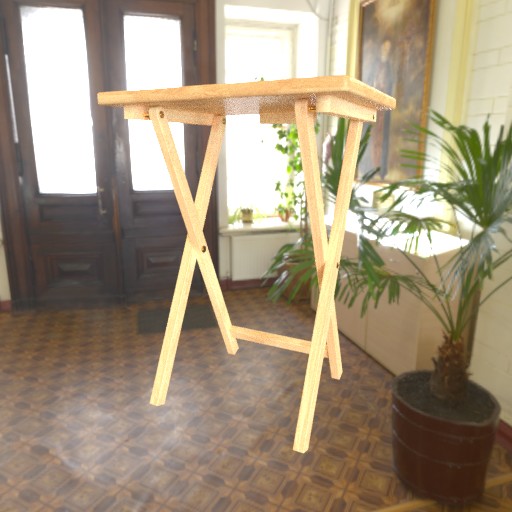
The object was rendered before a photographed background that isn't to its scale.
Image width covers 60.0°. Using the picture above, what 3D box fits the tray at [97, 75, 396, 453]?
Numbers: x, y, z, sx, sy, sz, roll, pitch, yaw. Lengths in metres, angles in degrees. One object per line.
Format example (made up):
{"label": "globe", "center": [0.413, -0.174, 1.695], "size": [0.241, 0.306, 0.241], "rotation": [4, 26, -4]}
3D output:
{"label": "tray", "center": [0.000, 0.000, 0.967], "size": [0.483, 0.660, 0.381], "rotation": [7, 16, 26]}
